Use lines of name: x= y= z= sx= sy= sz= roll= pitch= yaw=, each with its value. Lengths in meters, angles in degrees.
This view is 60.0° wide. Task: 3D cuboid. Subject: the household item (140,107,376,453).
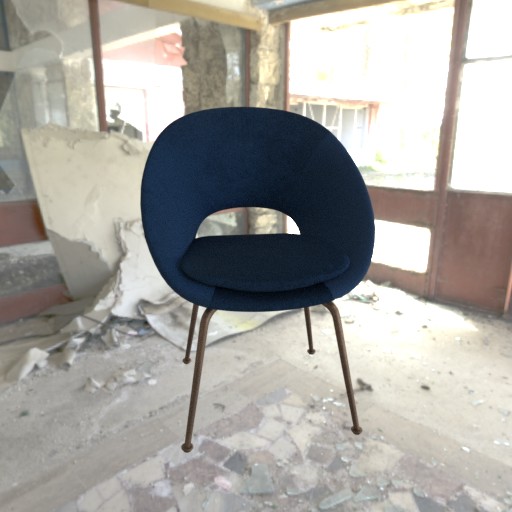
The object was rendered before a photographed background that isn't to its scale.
household item: x=0.000 y=0.000 z=1.290 sx=0.623 sy=0.852 sz=0.573 roll=-2 pitch=16 yaw=-8
